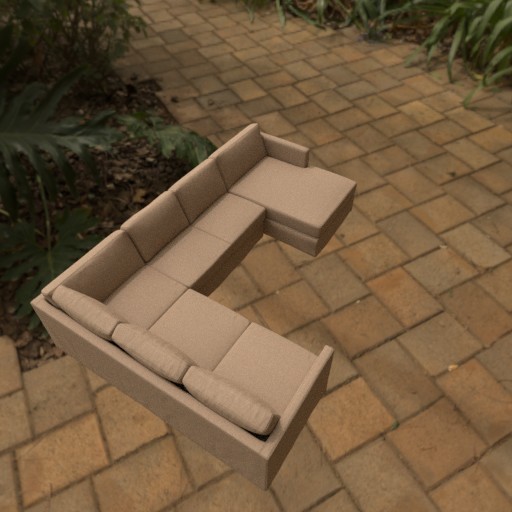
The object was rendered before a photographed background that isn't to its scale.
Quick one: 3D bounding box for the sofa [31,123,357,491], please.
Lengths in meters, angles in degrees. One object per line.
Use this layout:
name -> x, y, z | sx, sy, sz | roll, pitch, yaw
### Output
sofa -> 0.000, 0.000, 4.540 | 2.427, 0.882, 3.460 | 25, 51, 22
